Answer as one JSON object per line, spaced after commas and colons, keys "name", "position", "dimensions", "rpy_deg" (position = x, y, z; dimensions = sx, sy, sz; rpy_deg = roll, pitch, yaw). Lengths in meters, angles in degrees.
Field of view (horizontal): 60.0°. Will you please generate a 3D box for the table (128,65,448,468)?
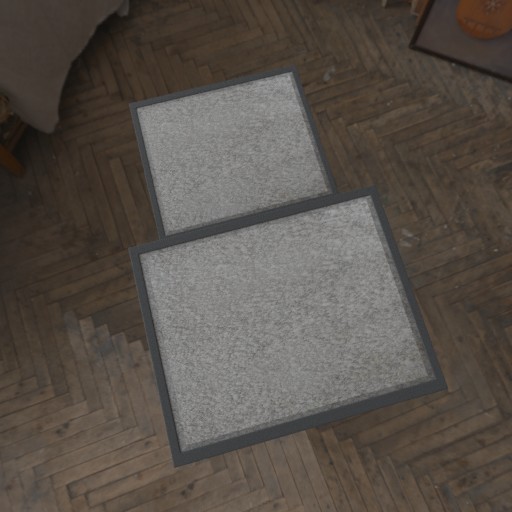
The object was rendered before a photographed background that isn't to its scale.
{"name": "table", "position": [0.000, 0.000, 1.139], "dimensions": [0.508, 0.540, 0.788], "rpy_deg": [-15, 76, -4]}
